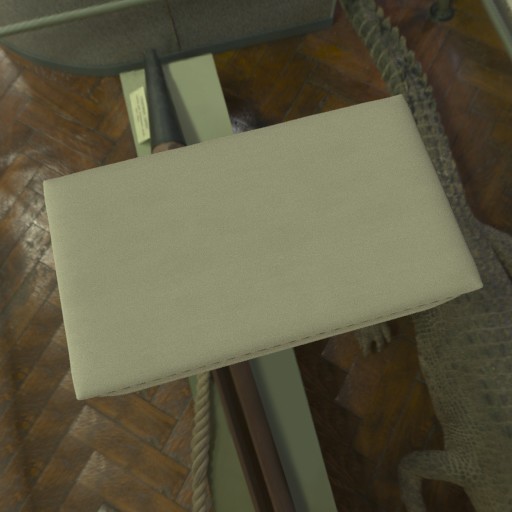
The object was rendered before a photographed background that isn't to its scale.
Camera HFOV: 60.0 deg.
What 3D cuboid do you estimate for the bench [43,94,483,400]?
[{"bbox_3d":[0.000,0.000,1.170,0.887,0.449,0.500,-15,75,-4],"label":"bench"}]
